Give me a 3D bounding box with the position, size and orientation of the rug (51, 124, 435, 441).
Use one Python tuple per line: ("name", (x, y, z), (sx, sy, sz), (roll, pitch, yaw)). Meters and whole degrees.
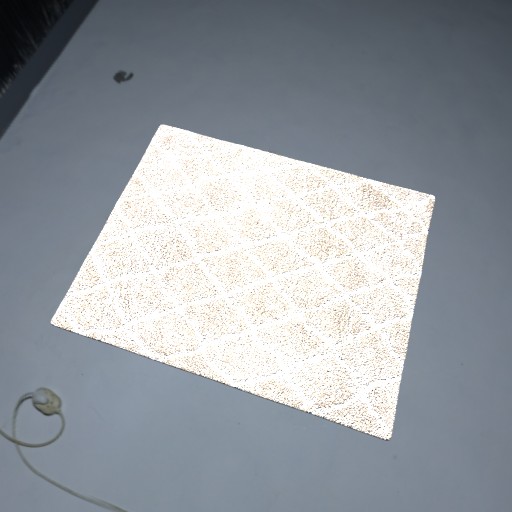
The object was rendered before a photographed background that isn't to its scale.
("rug", (0.000, 0.000, 4.224), (3.047, 0.029, 2.438), (17, 65, 8))
